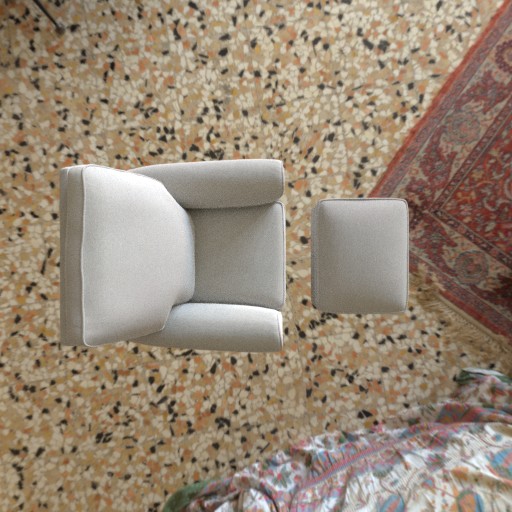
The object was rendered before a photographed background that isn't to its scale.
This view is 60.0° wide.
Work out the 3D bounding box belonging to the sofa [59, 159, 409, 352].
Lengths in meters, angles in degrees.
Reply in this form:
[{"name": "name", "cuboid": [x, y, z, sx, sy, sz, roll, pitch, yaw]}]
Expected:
[{"name": "sofa", "cuboid": [0.000, 0.000, 2.016, 1.478, 0.959, 0.880, 0, 91, 1]}]
